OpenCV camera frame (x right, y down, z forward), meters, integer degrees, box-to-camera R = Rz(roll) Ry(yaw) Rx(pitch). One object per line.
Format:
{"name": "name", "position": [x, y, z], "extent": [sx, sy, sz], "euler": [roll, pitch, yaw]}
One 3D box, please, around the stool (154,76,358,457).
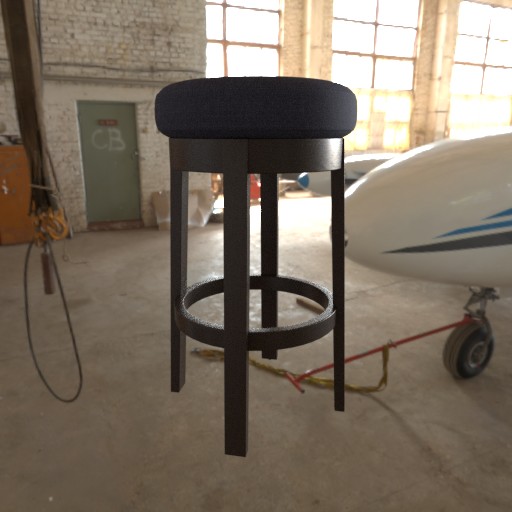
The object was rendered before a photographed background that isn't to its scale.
{"name": "stool", "position": [0.000, 0.000, 1.039], "extent": [0.446, 0.758, 0.446], "euler": [0, 15, 0]}
